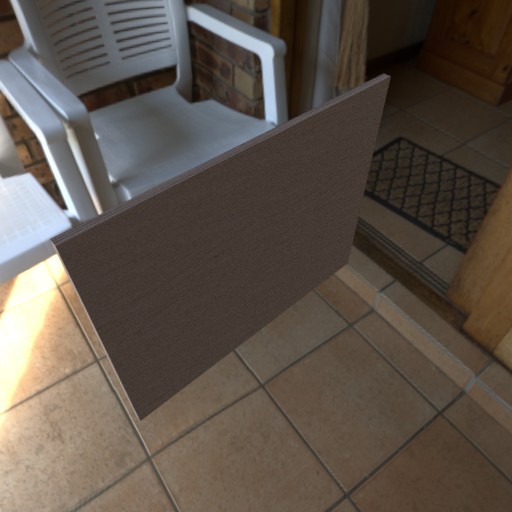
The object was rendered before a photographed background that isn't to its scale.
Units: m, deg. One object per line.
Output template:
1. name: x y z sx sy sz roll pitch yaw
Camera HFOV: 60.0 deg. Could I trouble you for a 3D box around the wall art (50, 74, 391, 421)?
1. wall art: 0.000 0.000 0.677 0.508 0.406 0.013 -33 56 -27
